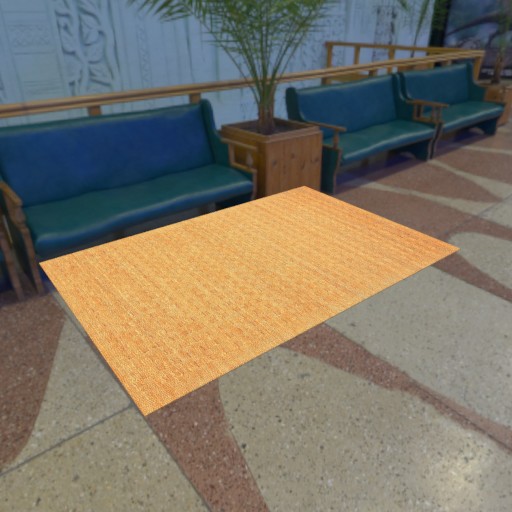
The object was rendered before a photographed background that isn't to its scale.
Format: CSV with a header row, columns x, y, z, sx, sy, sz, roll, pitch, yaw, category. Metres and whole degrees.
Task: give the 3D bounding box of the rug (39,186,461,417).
x,y,z,sx,sy,sz,roll,pitch,yaw,category
0.000,0.000,2.885,2.285,0.006,1.524,-21,35,-32,rug
